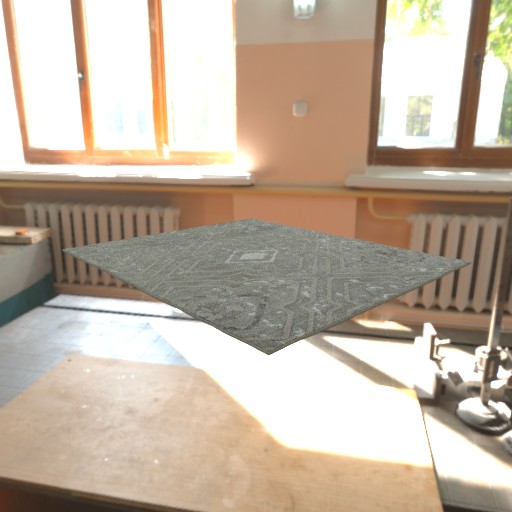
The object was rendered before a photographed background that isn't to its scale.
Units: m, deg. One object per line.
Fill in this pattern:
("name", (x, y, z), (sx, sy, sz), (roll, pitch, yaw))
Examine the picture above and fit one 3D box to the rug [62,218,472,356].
("rug", (0.000, 0.000, 0.904), (0.548, 0.006, 0.639), (-14, 20, -41))
